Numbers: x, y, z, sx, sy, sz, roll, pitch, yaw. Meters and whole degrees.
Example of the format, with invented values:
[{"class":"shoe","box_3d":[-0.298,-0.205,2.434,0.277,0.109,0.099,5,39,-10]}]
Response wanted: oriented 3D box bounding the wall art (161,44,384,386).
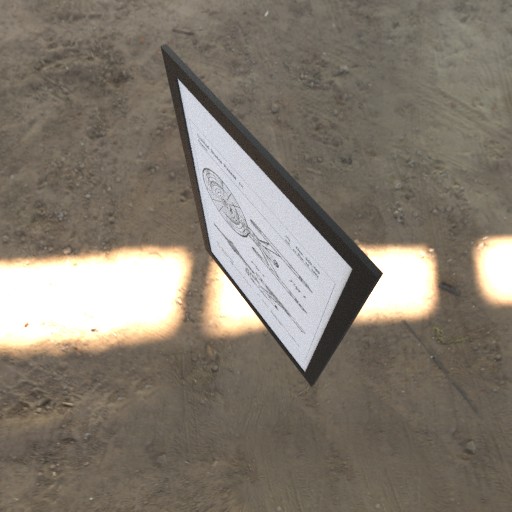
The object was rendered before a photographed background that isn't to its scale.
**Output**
[{"class":"wall art","box_3d":[0.000,0.000,0.704,0.008,0.530,0.379,-33,68,-15]}]
